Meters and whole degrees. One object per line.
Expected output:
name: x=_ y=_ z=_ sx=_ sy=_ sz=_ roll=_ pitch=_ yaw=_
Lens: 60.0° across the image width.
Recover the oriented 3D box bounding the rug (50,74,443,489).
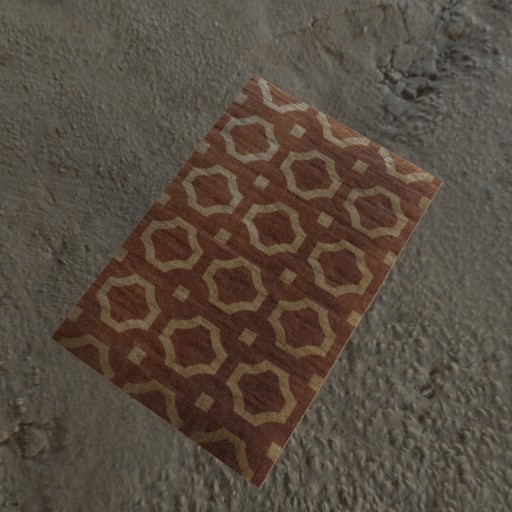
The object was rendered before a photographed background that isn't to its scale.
rug: x=0.000 y=0.000 z=2.886 sx=1.555 sy=0.016 sz=2.286 roll=32 pitch=77 yaw=8
